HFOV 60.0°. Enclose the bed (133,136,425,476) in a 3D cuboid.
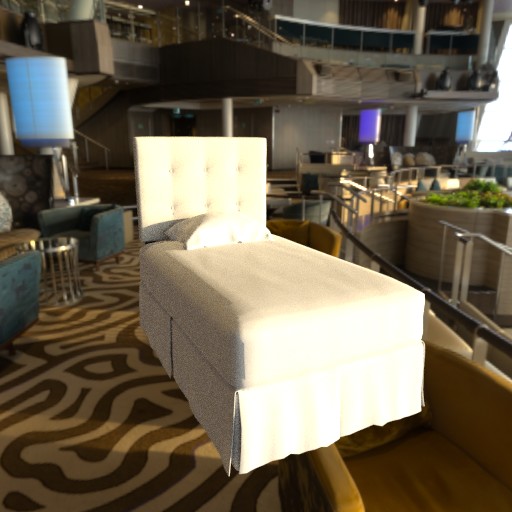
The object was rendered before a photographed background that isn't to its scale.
[{"bbox_3d":[0.000,0.000,2.983,1.261,1.571,1.997,-7,16,-26],"label":"bed"}]
